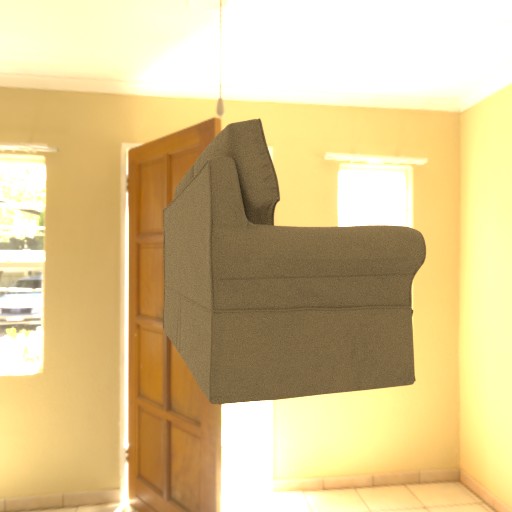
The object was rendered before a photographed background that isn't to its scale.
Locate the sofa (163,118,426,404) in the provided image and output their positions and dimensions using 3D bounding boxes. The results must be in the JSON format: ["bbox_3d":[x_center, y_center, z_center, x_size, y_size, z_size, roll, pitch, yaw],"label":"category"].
[{"bbox_3d":[0.000,0.000,2.403,0.841,1.024,1.823,0,-1,-17],"label":"sofa"}]
